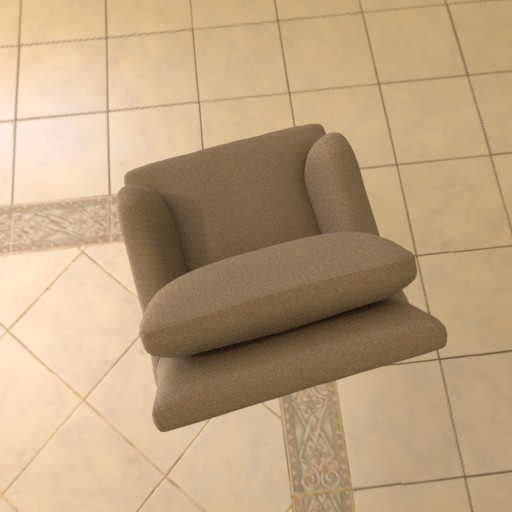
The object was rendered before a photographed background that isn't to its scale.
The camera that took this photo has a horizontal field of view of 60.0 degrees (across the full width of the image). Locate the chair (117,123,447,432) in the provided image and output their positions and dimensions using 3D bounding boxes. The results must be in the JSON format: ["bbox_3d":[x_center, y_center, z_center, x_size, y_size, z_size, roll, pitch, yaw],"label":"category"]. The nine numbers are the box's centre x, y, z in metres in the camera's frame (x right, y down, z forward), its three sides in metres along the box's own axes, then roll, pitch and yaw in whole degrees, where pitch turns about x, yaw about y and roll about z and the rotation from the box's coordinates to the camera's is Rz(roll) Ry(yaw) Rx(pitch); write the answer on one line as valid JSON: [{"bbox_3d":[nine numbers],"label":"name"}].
[{"bbox_3d":[0.000,0.000,1.822,0.955,1.038,1.070,-15,75,-4],"label":"chair"}]
